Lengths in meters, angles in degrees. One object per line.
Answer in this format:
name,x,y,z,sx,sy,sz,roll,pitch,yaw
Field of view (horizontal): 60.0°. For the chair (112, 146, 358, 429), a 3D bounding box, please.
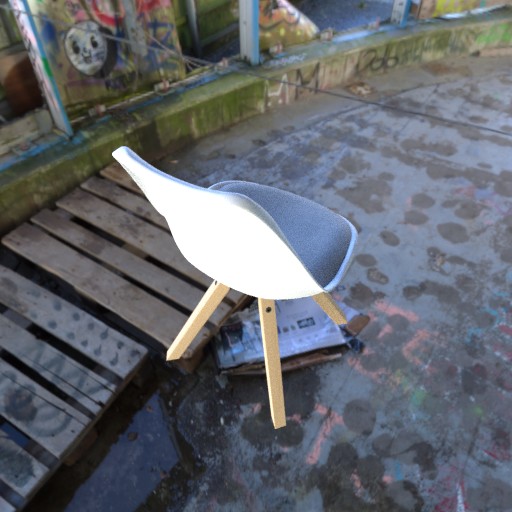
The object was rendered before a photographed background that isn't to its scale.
chair,0.000,0.000,1.192,0.485,0.850,0.550,25,51,22
